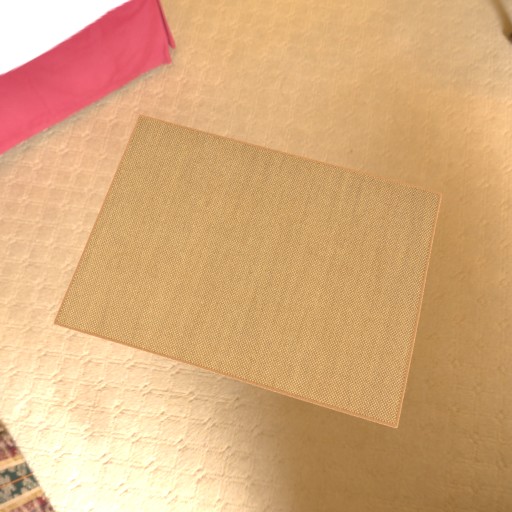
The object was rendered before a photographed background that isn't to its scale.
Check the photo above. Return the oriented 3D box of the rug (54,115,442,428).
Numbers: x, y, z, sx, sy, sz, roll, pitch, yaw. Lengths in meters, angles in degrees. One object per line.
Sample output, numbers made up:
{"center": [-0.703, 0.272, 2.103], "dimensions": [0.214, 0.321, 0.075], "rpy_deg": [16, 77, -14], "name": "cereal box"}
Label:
{"center": [0.000, 0.000, 2.817], "dimensions": [2.134, 0.013, 1.524], "rpy_deg": [16, 75, 4], "name": "rug"}
